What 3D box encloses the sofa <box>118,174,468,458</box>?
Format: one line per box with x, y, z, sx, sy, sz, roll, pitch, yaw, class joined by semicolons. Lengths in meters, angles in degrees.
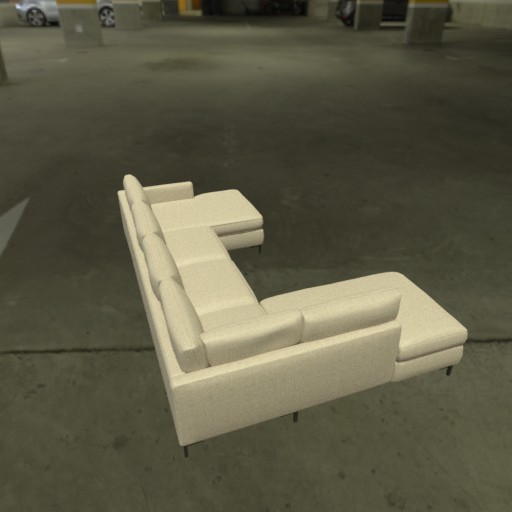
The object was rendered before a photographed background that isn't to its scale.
0.000;0.000;3.601;1.879;0.756;2.737;-11;32;-18;sofa
